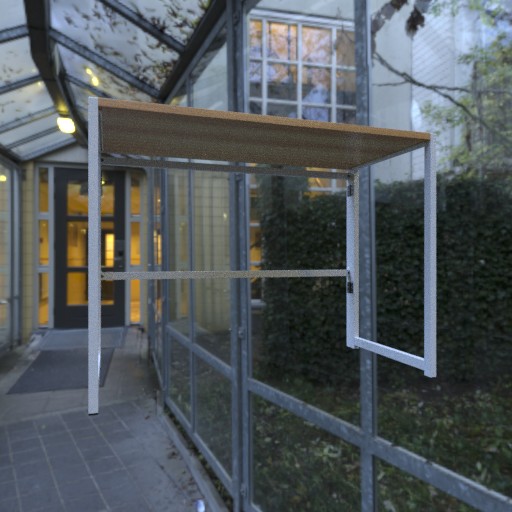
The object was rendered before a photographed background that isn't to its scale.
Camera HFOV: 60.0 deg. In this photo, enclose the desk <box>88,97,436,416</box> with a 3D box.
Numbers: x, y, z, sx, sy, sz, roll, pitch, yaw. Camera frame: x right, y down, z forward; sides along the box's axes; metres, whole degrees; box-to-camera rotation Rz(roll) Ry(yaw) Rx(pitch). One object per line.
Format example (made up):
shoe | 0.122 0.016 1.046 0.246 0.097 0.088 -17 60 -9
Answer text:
desk | 0.000 0.000 1.457 1.016 0.762 0.508 0 0 -19
